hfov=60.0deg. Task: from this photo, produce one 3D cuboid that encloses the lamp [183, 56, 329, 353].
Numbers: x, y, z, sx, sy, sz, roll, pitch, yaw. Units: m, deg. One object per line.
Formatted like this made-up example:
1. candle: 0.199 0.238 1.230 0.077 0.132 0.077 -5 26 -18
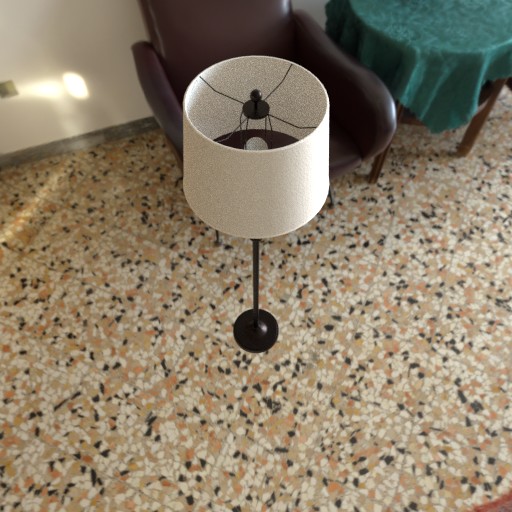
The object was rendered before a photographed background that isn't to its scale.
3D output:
1. lamp: 0.000 0.000 1.682 0.431 1.484 0.431 0 58 0
